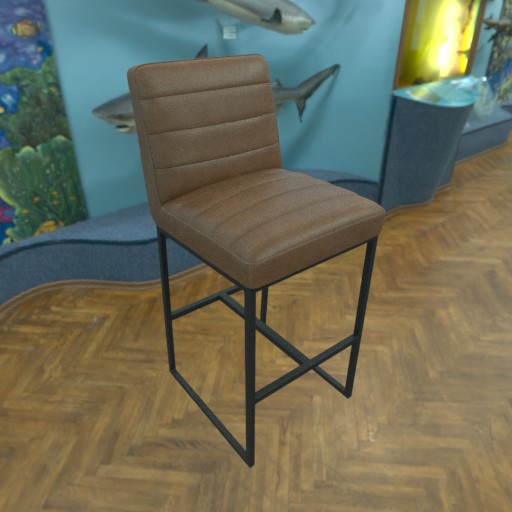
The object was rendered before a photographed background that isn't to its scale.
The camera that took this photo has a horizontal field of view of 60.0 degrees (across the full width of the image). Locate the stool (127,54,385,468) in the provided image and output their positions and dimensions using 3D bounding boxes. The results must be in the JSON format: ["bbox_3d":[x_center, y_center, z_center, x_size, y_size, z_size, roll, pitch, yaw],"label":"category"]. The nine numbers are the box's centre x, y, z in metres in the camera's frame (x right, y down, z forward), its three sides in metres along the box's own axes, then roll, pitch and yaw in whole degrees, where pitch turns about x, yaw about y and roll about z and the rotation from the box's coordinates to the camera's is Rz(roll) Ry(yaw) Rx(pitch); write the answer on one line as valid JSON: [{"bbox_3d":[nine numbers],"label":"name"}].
[{"bbox_3d":[0.000,0.000,1.313,0.458,1.040,0.556,-21,37,-32],"label":"stool"}]
